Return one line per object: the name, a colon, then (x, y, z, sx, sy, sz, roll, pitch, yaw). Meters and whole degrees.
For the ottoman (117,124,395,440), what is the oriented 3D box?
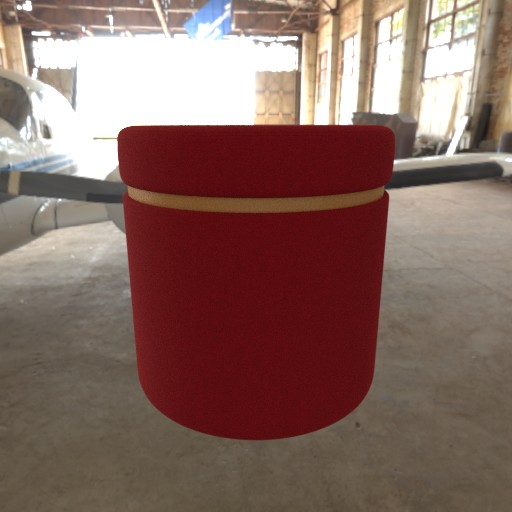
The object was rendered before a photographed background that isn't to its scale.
ottoman: (0.000, 0.000, 0.714, 0.400, 0.406, 0.400, 0, 17, 0)
